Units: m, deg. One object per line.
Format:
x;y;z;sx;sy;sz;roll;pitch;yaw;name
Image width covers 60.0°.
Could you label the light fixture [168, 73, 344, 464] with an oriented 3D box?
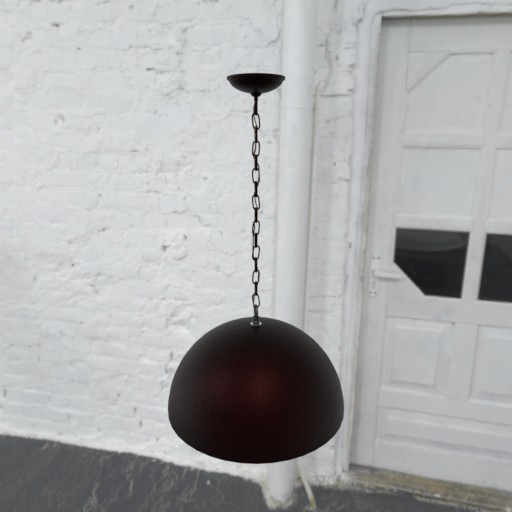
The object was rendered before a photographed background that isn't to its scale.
0.000;0.000;1.153;0.492;0.869;0.492;-2;14;-9;light fixture
